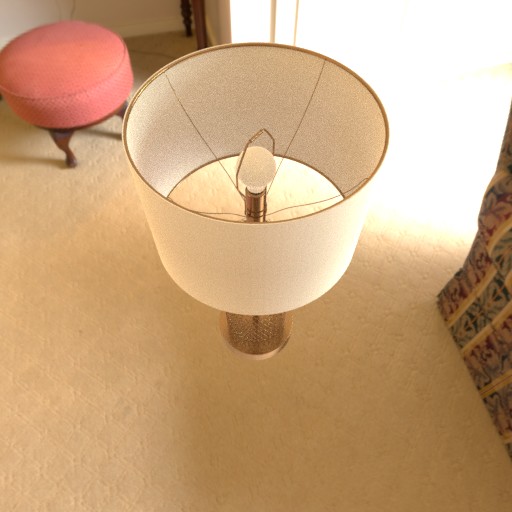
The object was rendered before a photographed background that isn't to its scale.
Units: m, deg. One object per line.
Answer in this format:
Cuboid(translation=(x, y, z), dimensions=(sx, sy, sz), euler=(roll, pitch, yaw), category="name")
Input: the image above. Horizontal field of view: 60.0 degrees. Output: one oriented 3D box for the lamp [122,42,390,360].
Cuboid(translation=(0.000, 0.000, 0.624), dimensions=(0.252, 0.483, 0.252), euler=(33, 63, 19), category="lamp")
